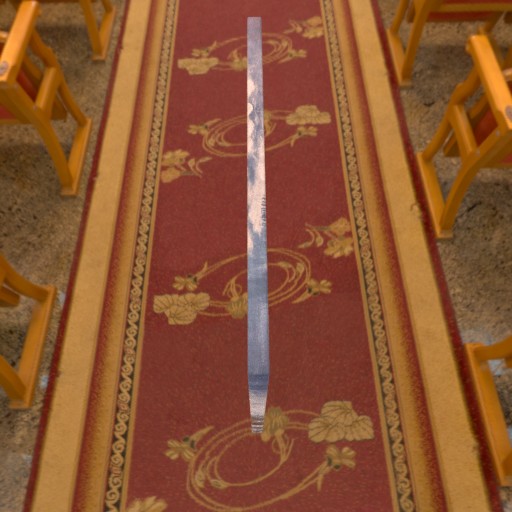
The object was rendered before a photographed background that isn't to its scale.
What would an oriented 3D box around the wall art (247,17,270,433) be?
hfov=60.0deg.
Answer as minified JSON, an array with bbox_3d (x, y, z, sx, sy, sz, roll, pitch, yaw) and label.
[{"bbox_3d":[0.000,0.000,1.485,0.040,1.020,1.010,0,63,0],"label":"wall art"}]
